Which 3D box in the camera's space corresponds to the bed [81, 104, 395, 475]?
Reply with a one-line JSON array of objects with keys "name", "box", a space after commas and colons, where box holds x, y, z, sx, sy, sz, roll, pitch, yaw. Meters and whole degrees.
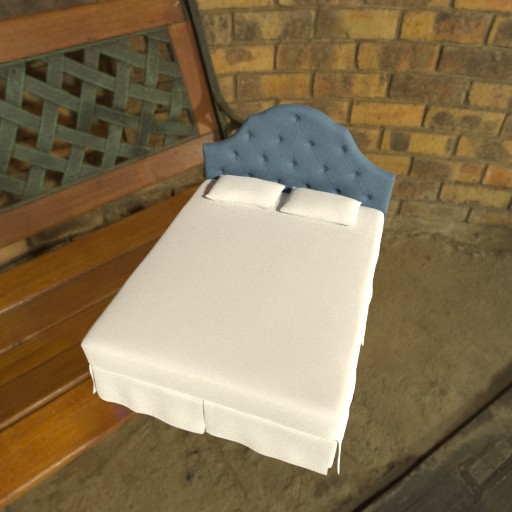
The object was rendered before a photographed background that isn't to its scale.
[{"name": "bed", "box": [0.000, 0.000, 3.710, 2.039, 1.617, 2.477, 12, 43, 14]}]
